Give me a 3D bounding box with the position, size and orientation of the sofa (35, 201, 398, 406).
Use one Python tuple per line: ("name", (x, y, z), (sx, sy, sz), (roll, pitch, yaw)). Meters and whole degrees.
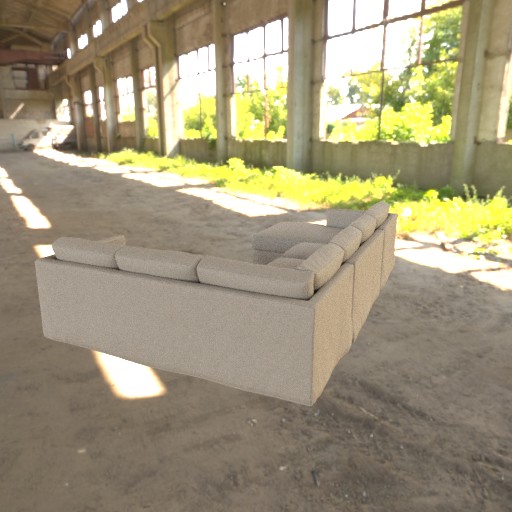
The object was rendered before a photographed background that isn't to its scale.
("sofa", (0.000, 0.000, 4.722), (2.476, 0.878, 3.528), (7, 17, 24))
